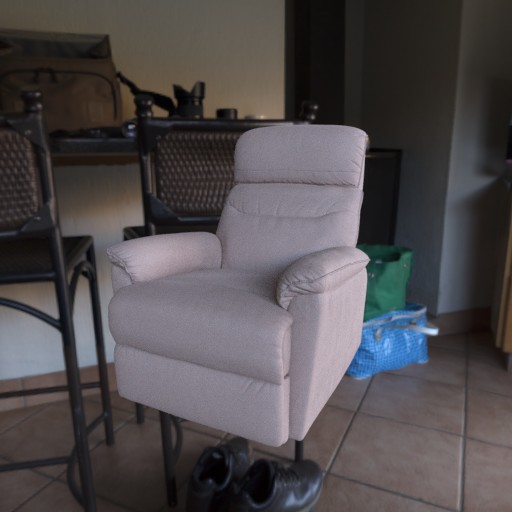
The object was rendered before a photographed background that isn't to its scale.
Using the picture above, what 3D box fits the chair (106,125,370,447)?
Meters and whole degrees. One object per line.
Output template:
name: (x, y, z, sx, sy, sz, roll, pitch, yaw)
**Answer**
chair: (0.000, 0.000, 1.730, 0.820, 1.037, 1.004, 6, 14, 27)
